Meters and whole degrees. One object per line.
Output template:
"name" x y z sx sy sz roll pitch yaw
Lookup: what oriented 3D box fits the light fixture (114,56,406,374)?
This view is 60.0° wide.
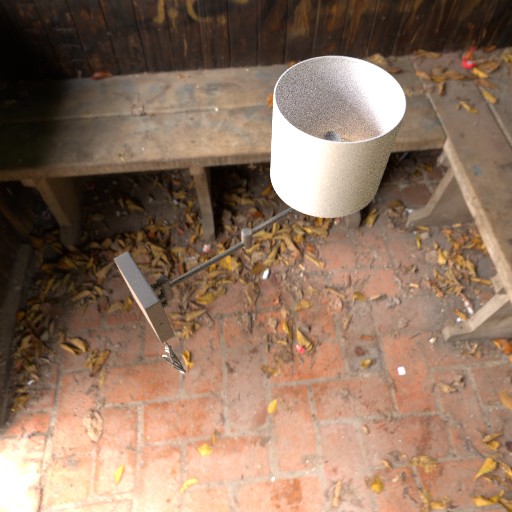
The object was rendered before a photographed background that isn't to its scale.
"light fixture" 0.000 0.000 0.914 0.516 0.651 0.203 -30 63 -17
